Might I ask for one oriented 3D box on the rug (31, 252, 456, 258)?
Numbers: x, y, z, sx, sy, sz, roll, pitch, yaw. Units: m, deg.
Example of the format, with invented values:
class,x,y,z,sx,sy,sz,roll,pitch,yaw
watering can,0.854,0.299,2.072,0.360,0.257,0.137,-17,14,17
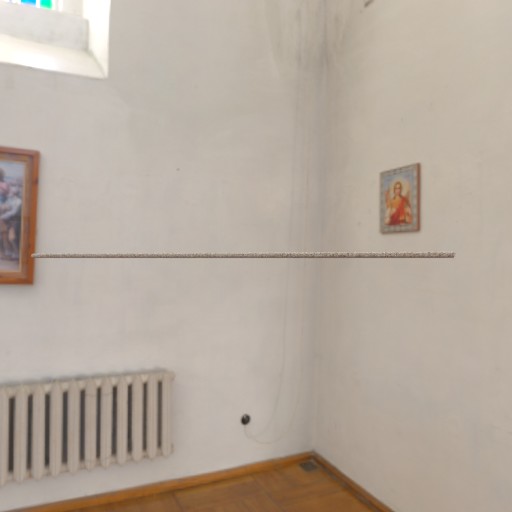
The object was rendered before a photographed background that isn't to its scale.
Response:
class,x,y,z,sx,sy,sz,roll,pitch,yaw
rug,0.000,0.000,3.482,2.743,0.030,1.778,0,0,20
